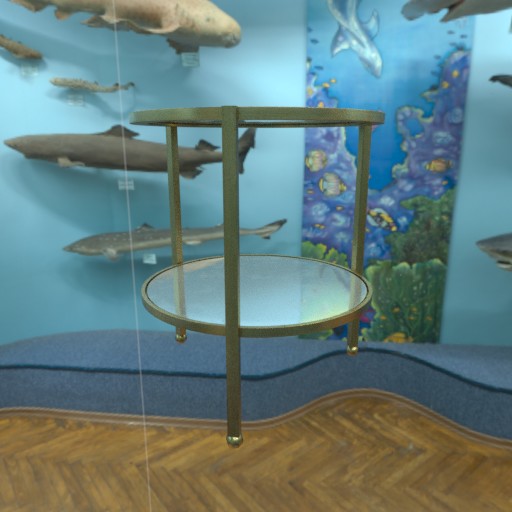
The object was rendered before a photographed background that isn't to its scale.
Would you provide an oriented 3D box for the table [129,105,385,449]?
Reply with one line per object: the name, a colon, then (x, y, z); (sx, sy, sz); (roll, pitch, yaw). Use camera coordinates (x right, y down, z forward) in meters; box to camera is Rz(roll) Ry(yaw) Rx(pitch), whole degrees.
table: (0.000, 0.000, 0.444); (0.231, 0.269, 0.243); (2, 15, 9)
